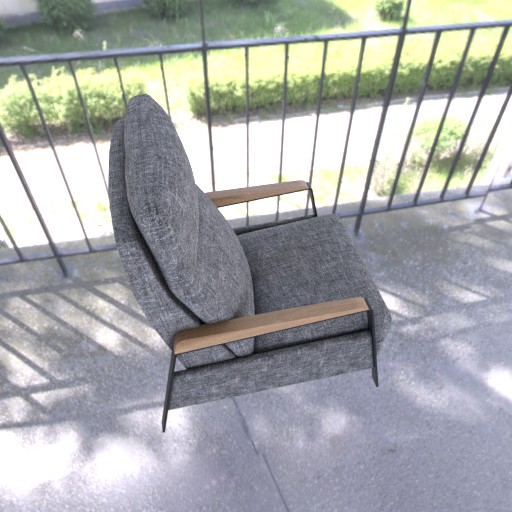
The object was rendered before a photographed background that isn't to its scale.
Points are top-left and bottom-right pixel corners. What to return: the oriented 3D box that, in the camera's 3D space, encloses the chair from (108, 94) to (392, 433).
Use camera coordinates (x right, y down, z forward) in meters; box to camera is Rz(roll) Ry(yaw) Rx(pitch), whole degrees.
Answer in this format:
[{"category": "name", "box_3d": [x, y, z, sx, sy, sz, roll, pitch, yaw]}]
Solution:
[{"category": "chair", "box_3d": [0.000, 0.000, 1.584, 0.868, 1.042, 0.671, -9, 47, -9]}]
